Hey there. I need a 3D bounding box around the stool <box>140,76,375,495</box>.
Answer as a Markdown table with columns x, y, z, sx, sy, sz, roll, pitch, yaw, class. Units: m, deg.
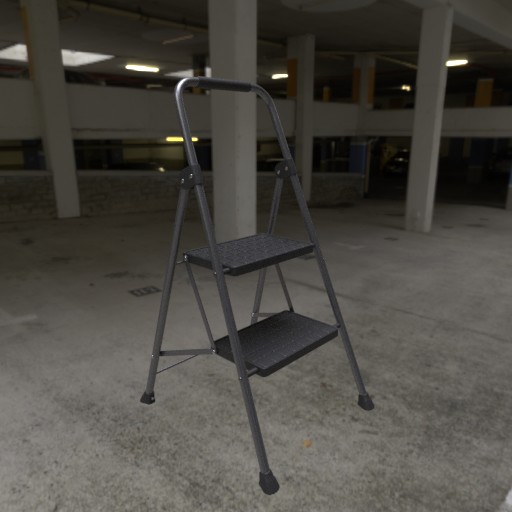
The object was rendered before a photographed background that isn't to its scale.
| x | y | z | sx | sy | sz | roll | pitch | yaw | class |
| --- | --- | --- | --- | --- | --- | --- | --- | --- | --- |
| 0.000 | 0.000 | 1.147 | 0.514 | 0.872 | 0.450 | 14 | 21 | 42 | stool |
